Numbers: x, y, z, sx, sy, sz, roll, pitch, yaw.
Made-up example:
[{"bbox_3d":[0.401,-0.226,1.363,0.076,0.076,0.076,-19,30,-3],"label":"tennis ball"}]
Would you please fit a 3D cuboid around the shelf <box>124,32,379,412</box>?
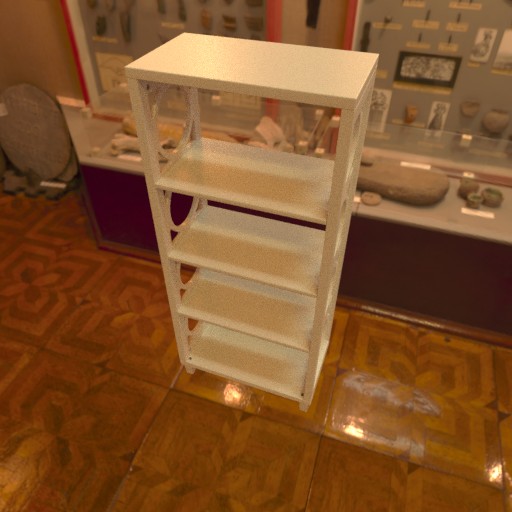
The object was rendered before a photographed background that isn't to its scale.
[{"bbox_3d":[0.000,0.000,1.664,0.611,1.411,0.340,14,43,15],"label":"shelf"}]
